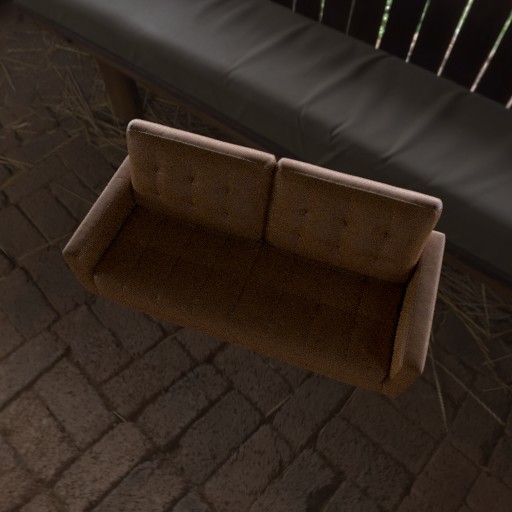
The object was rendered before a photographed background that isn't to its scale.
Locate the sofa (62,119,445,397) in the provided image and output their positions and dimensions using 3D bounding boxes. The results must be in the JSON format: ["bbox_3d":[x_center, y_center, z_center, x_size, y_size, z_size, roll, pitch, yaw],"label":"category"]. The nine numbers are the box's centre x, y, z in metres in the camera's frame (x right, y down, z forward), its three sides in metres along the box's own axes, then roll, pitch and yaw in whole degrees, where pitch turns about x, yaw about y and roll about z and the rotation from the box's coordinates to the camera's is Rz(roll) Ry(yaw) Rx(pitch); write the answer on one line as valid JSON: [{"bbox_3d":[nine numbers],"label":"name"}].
[{"bbox_3d":[0.000,0.000,2.343,1.821,0.898,0.850,17,61,10],"label":"sofa"}]
